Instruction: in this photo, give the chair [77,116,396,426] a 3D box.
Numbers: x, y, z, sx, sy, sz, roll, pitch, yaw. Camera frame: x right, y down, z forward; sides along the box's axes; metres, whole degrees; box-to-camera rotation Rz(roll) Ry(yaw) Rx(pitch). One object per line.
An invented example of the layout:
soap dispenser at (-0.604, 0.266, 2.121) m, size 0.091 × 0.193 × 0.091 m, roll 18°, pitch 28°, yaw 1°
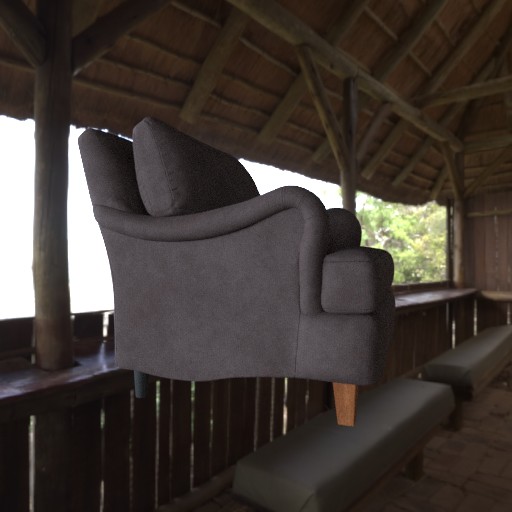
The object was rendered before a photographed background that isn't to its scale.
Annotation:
chair at (0.000, 0.000, 1.818) m, size 1.070 × 0.997 × 0.955 m, roll 0°, pitch 1°, yaw 20°
